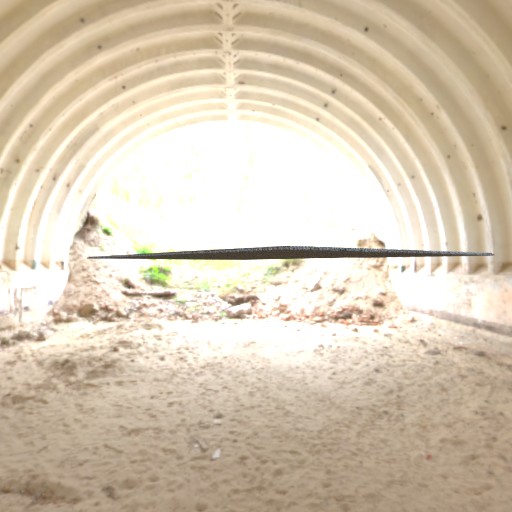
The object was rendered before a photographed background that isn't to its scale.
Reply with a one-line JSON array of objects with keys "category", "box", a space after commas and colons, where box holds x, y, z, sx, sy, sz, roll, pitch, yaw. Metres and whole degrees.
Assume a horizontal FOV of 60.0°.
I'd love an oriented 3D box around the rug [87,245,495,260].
[{"category": "rug", "box": [0.000, 0.000, 3.016, 1.538, 0.021, 2.443, 1, -2, -37]}]
